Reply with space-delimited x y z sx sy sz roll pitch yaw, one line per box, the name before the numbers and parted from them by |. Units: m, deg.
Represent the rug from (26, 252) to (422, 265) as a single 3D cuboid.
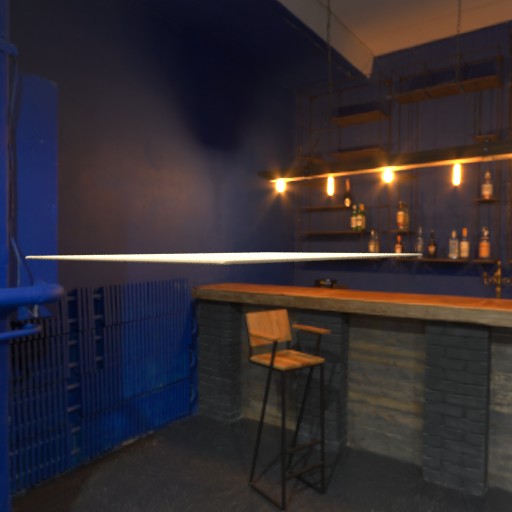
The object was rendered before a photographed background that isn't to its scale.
rug | 0.000 0.000 2.115 1.062 0.013 1.667 1 1 37
